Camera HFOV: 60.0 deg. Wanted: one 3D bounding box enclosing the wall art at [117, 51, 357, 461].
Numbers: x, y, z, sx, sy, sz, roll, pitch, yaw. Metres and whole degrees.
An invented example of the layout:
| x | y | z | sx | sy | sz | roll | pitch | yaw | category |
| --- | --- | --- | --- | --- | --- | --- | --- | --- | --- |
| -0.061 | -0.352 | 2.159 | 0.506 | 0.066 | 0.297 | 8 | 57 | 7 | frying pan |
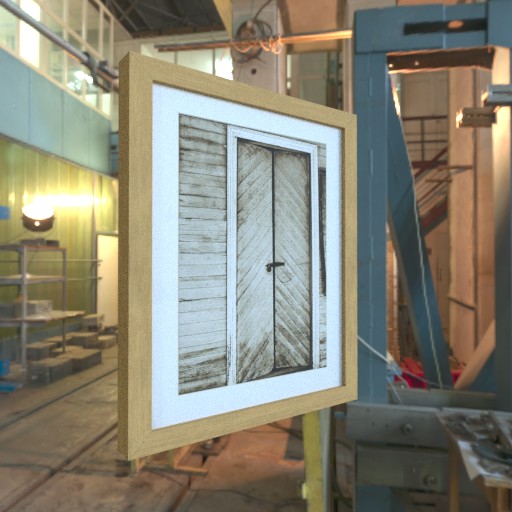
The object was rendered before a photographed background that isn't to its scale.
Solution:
| x | y | z | sx | sy | sz | roll | pitch | yaw | category |
| --- | --- | --- | --- | --- | --- | --- | --- | --- | --- |
| 0.000 | 0.000 | 0.514 | 0.312 | 0.380 | 0.030 | 0 | -1 | -36 | wall art |
